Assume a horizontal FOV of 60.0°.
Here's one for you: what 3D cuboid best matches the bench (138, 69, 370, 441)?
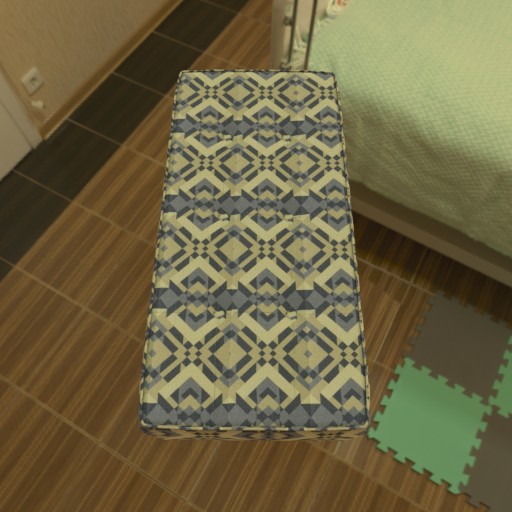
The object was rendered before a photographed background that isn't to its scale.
[{"bbox_3d":[0.000,0.000,1.302,0.492,0.477,1.016,0,64,0],"label":"bench"}]
